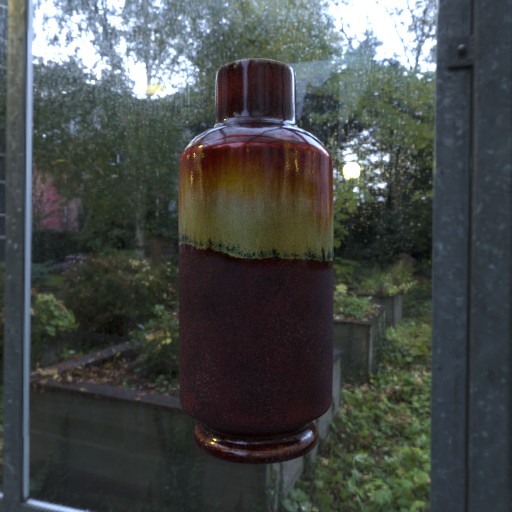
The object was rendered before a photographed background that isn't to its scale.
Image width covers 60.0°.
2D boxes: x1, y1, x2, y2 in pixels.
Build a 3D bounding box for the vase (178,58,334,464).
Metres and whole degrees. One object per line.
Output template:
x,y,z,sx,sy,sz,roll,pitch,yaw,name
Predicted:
0.000,0.000,0.321,0.111,0.261,0.111,0,0,0,vase
